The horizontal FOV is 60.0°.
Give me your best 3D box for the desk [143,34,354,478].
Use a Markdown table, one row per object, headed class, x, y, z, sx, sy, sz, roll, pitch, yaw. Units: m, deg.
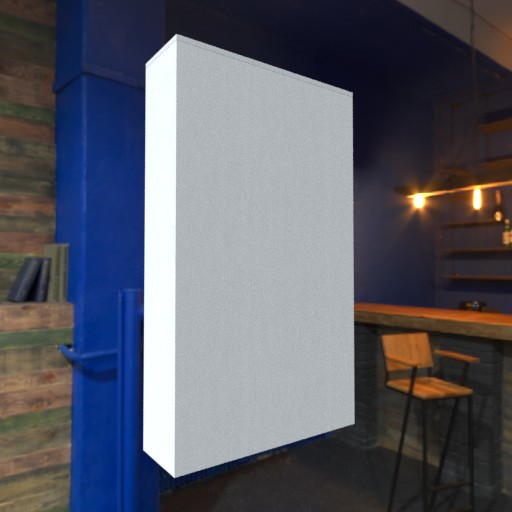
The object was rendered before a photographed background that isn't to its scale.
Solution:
| class | x | y | z | sx | sy | sz | roll | pitch | yaw |
| --- | --- | --- | --- | --- | --- | --- | --- | --- | --- |
| desk | 0.000 | 0.000 | 1.597 | 0.750 | 1.280 | 0.250 | 1 | -2 | -36 |
